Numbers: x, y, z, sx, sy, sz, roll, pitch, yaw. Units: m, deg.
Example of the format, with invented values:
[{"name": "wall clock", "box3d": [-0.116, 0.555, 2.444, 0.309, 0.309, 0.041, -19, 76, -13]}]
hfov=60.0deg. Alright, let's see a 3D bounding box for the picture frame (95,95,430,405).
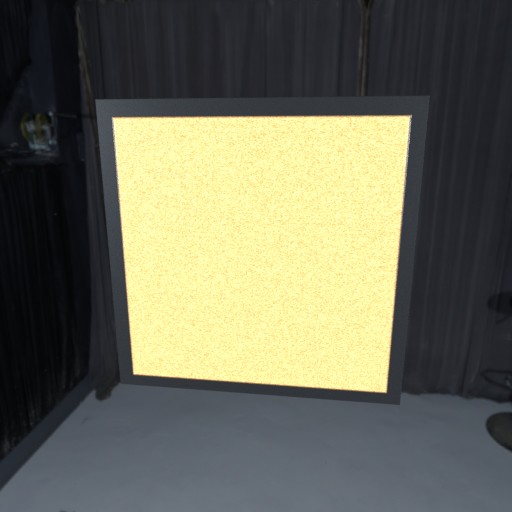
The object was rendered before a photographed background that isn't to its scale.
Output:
[{"name": "picture frame", "box3d": [0.000, 0.000, 0.525, 0.355, 0.353, 0.029, 2, 15, 7]}]
